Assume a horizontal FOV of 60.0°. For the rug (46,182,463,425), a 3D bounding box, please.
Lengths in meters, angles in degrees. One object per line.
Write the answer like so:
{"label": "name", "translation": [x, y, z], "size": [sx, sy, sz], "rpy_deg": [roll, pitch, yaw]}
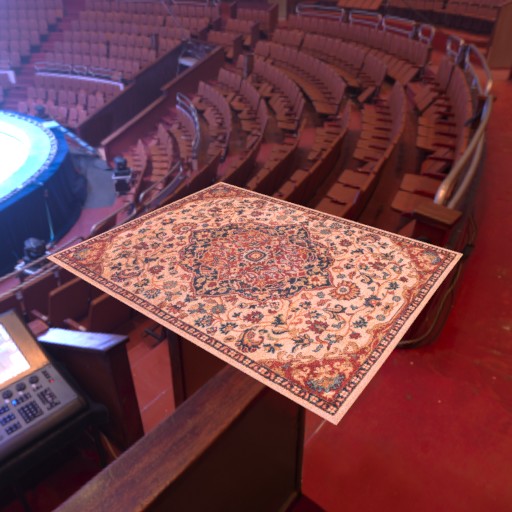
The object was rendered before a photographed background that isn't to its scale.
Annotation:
{"label": "rug", "translation": [0.000, 0.000, 4.172], "size": [3.067, 0.005, 2.454], "rpy_deg": [21, 37, 32]}
